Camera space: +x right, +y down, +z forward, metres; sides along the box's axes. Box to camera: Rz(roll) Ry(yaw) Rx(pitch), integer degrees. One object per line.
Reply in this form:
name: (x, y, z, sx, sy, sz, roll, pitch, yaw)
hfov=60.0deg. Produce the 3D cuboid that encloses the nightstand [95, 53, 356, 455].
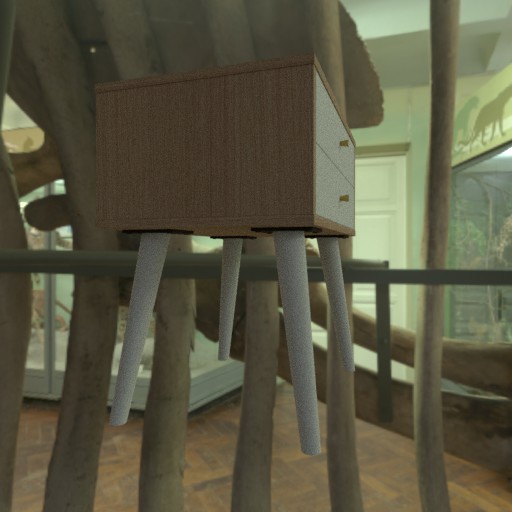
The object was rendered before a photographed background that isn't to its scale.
nightstand: (0.000, 0.000, 0.990, 0.407, 0.610, 0.571, 0, 1, 19)
